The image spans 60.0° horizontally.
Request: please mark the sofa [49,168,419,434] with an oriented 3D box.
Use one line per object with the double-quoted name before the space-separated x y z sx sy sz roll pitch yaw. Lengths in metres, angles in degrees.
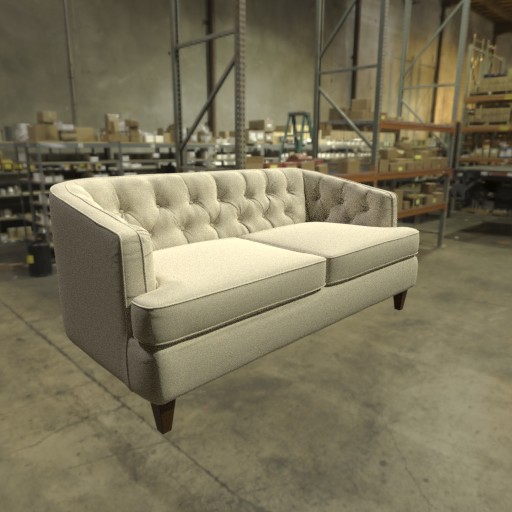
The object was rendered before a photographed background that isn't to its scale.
"sofa" 0.000 0.000 2.187 1.733 0.855 0.941 -14 19 -43
